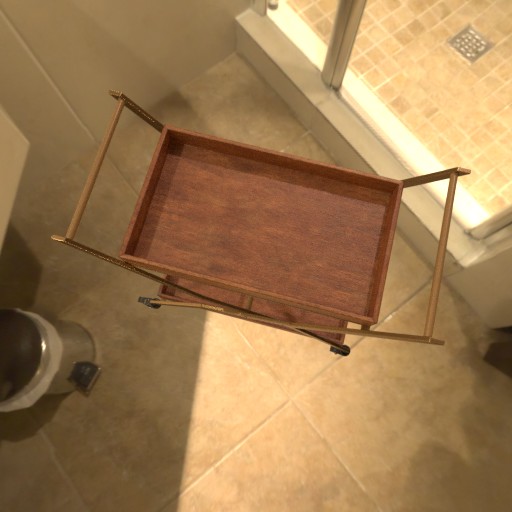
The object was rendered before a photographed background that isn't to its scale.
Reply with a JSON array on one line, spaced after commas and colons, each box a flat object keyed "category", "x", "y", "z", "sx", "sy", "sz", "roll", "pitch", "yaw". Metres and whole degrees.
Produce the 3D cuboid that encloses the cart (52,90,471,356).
[{"category": "cart", "x": 0.000, "y": 0.000, "z": 1.333, "sx": 0.836, "sy": 0.869, "sz": 0.405, "roll": 14, "pitch": 76, "yaw": 4}]
